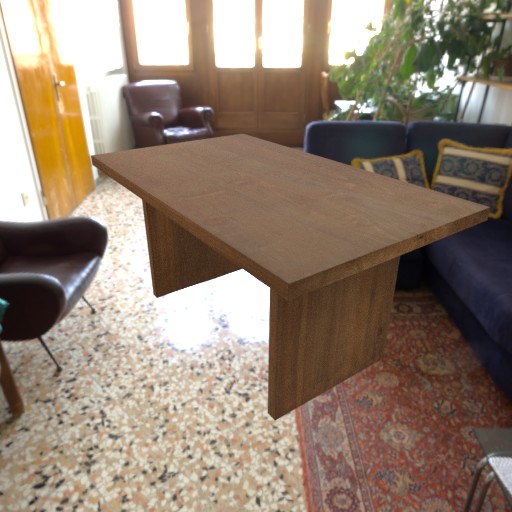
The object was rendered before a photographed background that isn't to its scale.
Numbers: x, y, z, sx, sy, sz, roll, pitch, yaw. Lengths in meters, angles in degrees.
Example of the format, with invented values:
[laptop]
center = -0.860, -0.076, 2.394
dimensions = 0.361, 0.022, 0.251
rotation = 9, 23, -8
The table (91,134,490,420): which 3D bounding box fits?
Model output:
[table]
center = 0.000, 0.000, 2.124
dimensions = 0.946, 0.780, 1.609
rotation = -18, 32, -31
